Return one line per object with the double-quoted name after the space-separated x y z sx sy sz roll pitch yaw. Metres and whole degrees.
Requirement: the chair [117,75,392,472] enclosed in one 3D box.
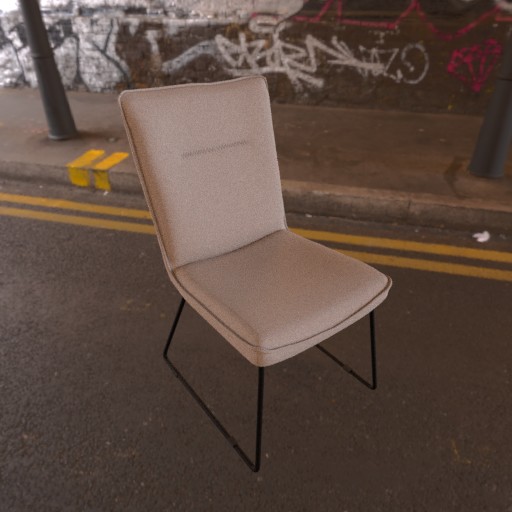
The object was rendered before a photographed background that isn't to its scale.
0.000 0.000 1.362 0.515 0.930 0.688 -21 37 -31 "chair"
